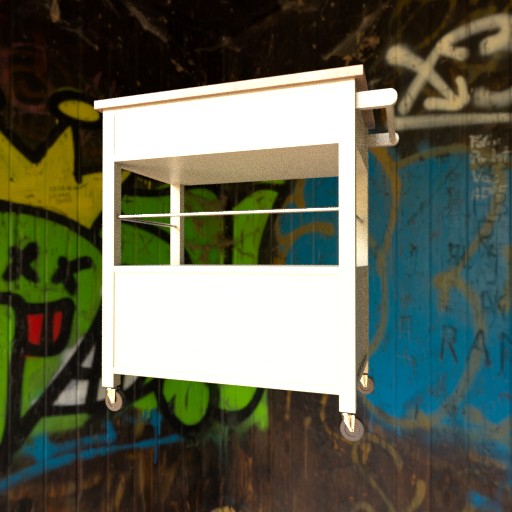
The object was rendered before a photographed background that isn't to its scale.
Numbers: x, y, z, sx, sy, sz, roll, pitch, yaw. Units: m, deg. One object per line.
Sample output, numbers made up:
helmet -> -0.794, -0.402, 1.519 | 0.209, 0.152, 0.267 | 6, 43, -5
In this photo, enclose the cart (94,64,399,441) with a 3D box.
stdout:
cart -> 0.000, 0.000, 1.370 | 0.840, 0.901, 0.459 | 0, -1, 18
